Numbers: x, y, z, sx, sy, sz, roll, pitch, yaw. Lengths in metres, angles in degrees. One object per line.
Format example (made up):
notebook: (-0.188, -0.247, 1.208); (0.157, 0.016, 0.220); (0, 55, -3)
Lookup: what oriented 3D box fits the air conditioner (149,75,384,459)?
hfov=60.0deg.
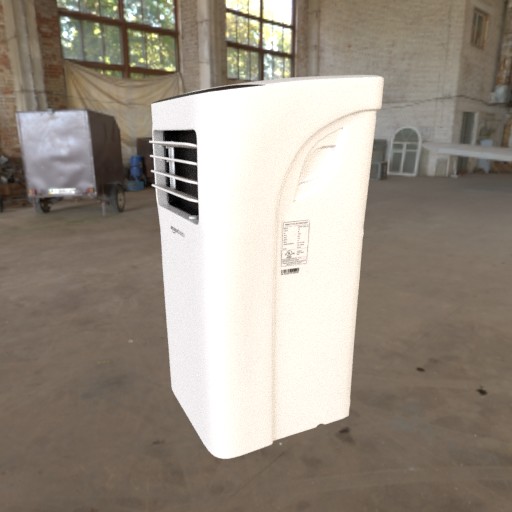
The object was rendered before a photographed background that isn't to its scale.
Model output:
air conditioner: (0.000, 0.000, 0.941); (0.369, 0.716, 0.352); (-8, 17, -26)
